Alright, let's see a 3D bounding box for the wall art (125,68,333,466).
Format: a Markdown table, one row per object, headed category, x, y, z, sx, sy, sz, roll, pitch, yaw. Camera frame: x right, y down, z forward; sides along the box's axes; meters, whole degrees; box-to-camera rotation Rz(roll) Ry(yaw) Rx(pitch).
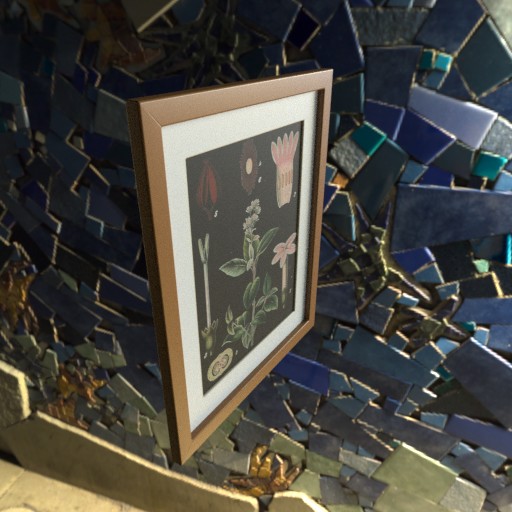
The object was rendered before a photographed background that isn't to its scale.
| category | x | y | z | sx | sy | sz | roll | pitch | yaw |
| --- | --- | --- | --- | --- | --- | --- | --- | --- | --- |
| wall art | 0.000 | 0.000 | 0.741 | 0.021 | 0.550 | 0.449 | 18 | 32 | 30 |
